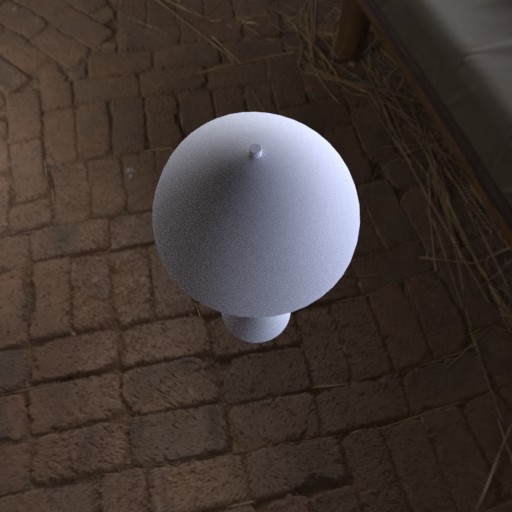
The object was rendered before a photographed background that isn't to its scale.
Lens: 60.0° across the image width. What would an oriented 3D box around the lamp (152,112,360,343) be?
[{"bbox_3d":[0.000,0.000,0.439,0.171,0.330,0.171,0,65,0],"label":"lamp"}]
